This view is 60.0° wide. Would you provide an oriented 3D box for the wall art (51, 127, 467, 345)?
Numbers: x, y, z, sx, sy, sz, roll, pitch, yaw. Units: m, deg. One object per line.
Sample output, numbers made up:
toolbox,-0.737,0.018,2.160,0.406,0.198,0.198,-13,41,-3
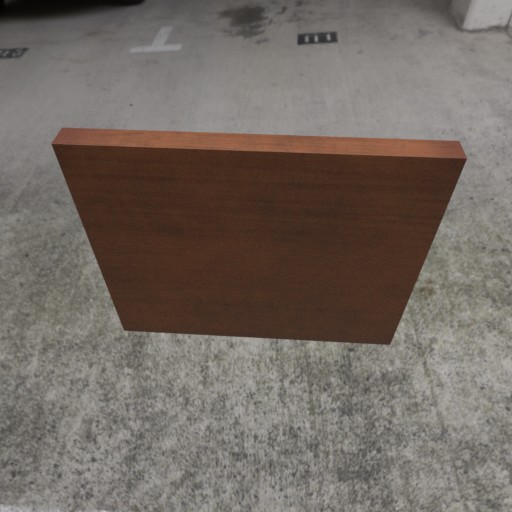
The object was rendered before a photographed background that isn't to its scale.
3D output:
wall art,0.000,0.000,0.556,0.401,0.328,0.030,3,47,2
